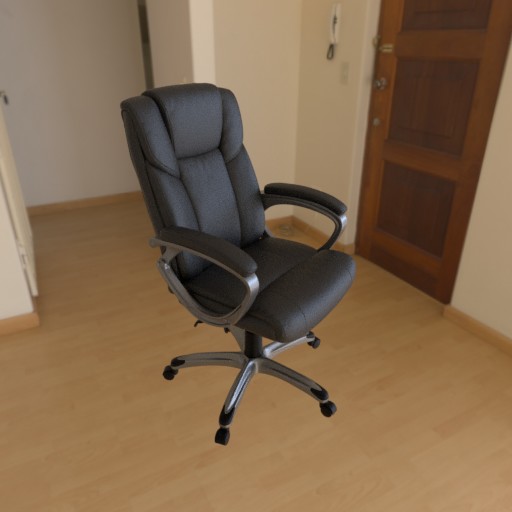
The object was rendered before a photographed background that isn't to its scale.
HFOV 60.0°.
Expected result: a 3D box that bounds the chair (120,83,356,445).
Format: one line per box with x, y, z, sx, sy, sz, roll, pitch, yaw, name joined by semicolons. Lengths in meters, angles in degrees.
0.000;0.000;1.594;0.719;1.130;0.721;18;31;32;chair
